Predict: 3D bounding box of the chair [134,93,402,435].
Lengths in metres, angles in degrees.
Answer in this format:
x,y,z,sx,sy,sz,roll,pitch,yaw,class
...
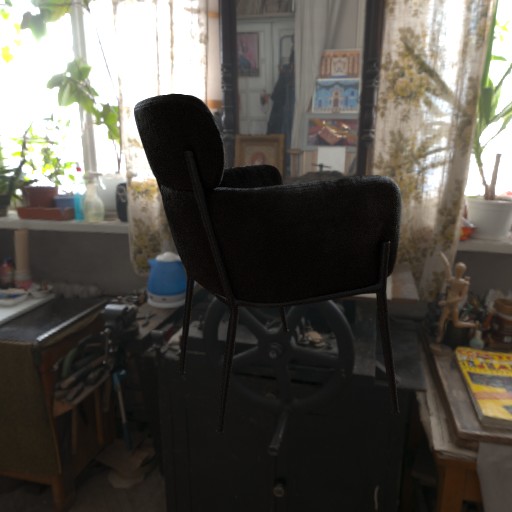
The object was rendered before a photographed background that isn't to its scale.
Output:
x,y,z,sx,sy,sz,roll,pitch,yaw,class
0.000,0.000,1.251,0.604,0.818,0.640,-7,16,-25,chair
